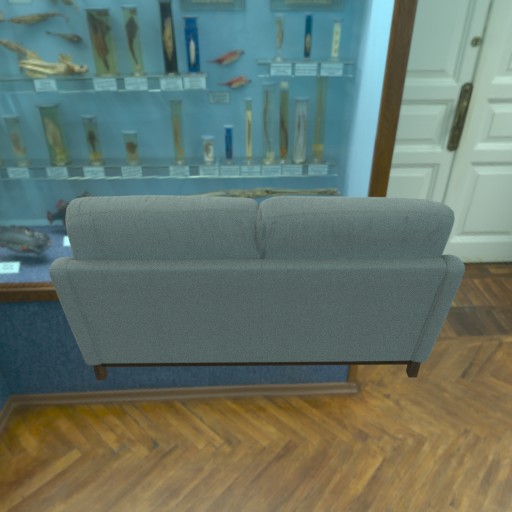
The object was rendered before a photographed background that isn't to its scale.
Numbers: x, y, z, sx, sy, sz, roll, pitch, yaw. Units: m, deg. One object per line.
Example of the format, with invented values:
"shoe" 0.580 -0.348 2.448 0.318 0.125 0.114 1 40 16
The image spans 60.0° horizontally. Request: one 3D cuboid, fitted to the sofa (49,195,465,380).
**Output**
"sofa" 0.000 0.000 2.183 1.589 0.921 0.987 0 31 -1
